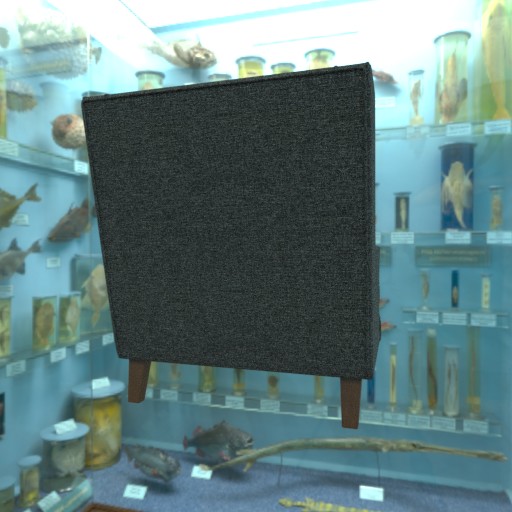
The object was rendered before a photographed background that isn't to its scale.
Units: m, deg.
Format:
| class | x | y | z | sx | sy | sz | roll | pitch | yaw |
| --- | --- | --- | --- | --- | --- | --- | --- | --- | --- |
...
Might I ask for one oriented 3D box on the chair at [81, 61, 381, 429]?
| class | x | y | z | sx | sy | sz | roll | pitch | yaw |
| --- | --- | --- | --- | --- | --- | --- | --- | --- | --- |
| chair | 0.000 | 0.000 | 1.764 | 0.942 | 1.082 | 0.927 | 0 | 1 | 17 |
